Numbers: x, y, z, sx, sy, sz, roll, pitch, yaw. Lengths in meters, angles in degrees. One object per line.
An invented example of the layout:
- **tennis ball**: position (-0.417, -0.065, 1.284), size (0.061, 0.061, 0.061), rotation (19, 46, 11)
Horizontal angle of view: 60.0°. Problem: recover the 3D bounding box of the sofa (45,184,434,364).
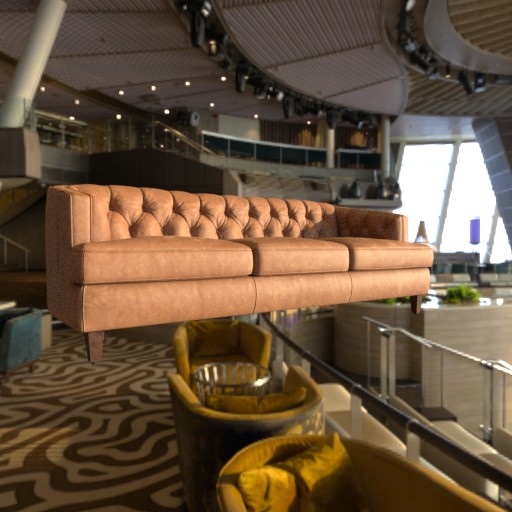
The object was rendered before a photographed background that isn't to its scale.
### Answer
- **sofa**: position (0.000, 0.000, 2.617), size (2.257, 0.791, 0.922), rotation (-1, 2, -36)
